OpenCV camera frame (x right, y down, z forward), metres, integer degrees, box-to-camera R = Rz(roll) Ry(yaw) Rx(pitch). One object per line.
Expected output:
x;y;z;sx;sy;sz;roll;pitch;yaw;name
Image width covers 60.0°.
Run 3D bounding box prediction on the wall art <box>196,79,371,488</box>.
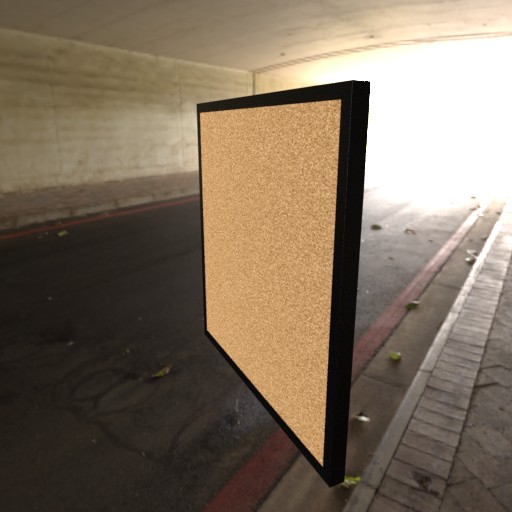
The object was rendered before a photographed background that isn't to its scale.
0.000;0.000;1.109;0.036;0.755;0.756;-7;18;-24;wall art
